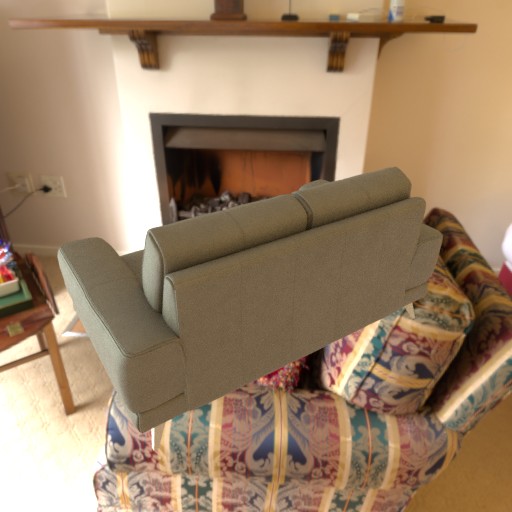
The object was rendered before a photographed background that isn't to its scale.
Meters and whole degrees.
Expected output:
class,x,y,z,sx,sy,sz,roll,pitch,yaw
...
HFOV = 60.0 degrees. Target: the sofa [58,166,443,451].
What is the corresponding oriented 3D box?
class,x,y,z,sx,sy,sz,roll,pitch,yaw
sofa,0.000,0.000,2.348,1.806,0.907,1.018,-18,34,-29
